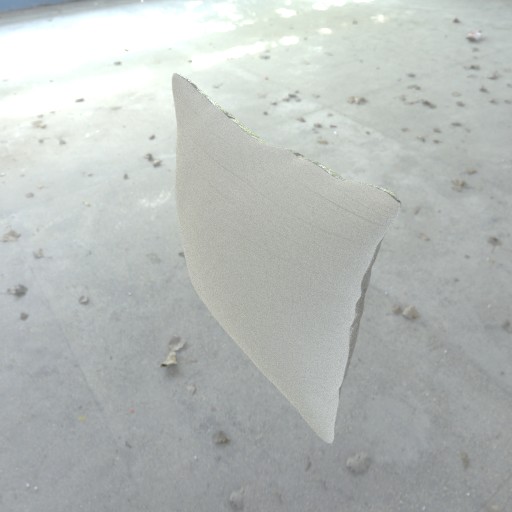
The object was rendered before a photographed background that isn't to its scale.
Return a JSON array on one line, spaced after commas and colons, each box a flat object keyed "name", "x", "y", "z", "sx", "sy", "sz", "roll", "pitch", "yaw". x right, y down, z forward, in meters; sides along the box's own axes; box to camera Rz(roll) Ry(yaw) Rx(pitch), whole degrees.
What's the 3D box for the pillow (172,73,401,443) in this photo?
[{"name": "pillow", "x": 0.000, "y": 0.000, "z": 0.720, "sx": 0.175, "sy": 0.464, "sz": 0.470, "roll": -25, "pitch": 47, "yaw": -26}]
